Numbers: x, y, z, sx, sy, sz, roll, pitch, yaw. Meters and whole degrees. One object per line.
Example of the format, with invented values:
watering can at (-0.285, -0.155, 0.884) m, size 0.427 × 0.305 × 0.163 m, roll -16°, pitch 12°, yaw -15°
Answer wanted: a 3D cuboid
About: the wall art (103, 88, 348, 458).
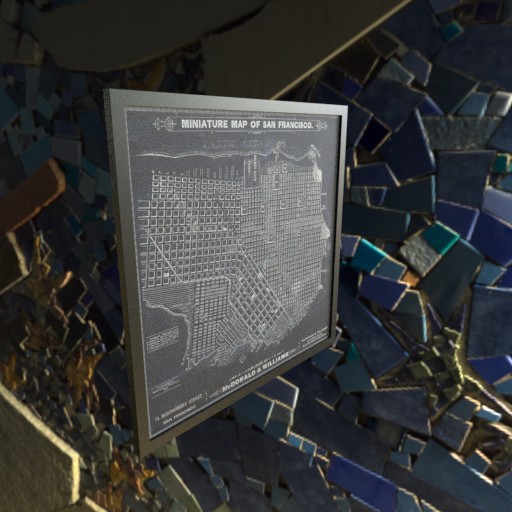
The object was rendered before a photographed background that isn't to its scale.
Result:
wall art at (0.000, 0.000, 1.210) m, size 0.022 × 0.807 × 0.807 m, roll 14°, pitch 21°, yaw 41°
